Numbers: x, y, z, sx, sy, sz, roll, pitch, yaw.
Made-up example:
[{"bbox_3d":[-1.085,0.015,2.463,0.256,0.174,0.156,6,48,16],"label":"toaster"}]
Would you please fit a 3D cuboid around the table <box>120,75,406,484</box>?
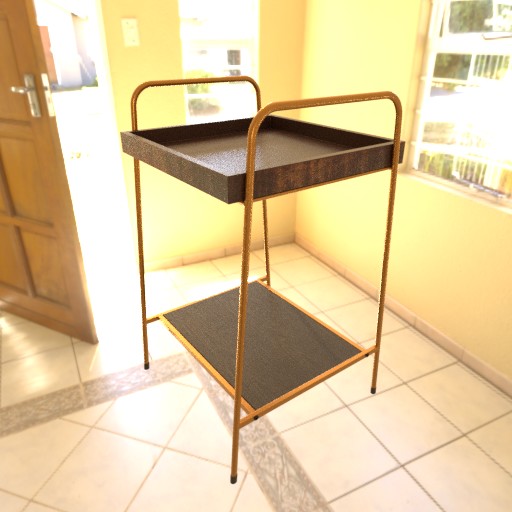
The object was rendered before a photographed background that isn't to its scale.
[{"bbox_3d":[0.000,0.000,0.983,0.430,0.710,0.430,-18,31,-32],"label":"table"}]
